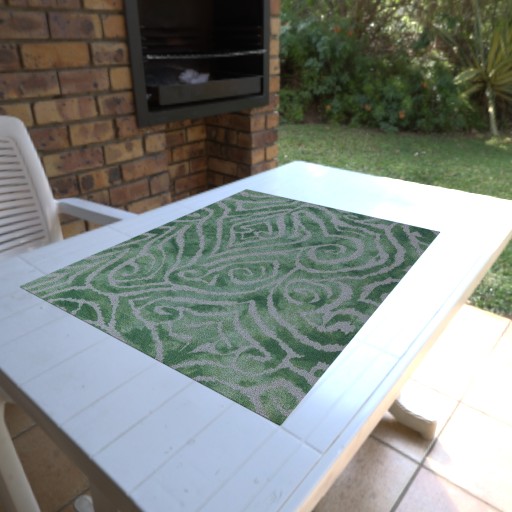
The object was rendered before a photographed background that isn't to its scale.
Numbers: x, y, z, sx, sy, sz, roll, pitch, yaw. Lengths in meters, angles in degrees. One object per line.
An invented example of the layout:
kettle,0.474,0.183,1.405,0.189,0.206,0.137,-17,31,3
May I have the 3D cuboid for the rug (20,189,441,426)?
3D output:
rug,0.000,0.000,3.996,2.436,0.007,3.045,17,31,31
